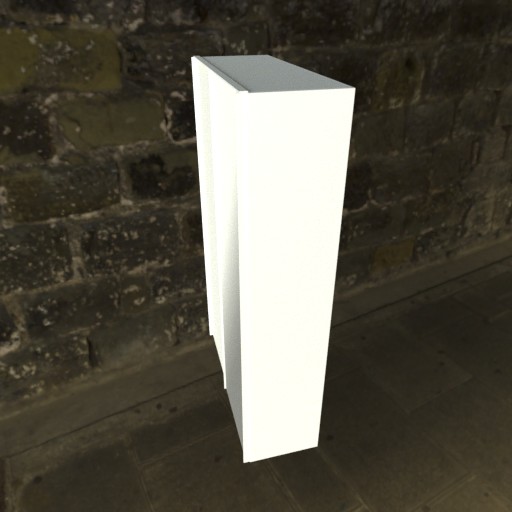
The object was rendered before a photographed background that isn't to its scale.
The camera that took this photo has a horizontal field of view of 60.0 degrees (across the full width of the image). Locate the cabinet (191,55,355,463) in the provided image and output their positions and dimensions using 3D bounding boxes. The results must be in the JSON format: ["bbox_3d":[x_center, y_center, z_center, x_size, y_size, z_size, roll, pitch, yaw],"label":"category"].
[{"bbox_3d":[0.000,0.000,2.743,0.480,2.160,1.250,-7,31,-13],"label":"cabinet"}]
